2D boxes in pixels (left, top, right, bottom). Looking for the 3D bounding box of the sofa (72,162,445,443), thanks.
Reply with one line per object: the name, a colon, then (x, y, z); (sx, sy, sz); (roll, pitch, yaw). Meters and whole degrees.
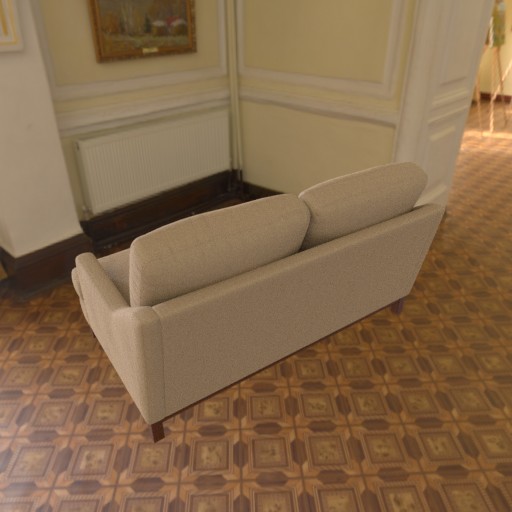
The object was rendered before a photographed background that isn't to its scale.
sofa: (0.000, 0.000, 2.257); (1.619, 0.910, 1.004); (-19, 35, -30)
